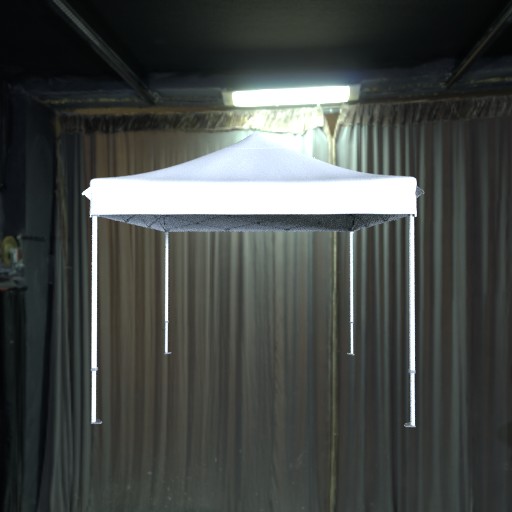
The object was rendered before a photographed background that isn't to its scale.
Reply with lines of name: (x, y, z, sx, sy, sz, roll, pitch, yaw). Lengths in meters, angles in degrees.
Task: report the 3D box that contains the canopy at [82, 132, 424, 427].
canopy: (0.000, 0.000, 5.376, 2.996, 2.998, 2.994, 0, 0, 2)
